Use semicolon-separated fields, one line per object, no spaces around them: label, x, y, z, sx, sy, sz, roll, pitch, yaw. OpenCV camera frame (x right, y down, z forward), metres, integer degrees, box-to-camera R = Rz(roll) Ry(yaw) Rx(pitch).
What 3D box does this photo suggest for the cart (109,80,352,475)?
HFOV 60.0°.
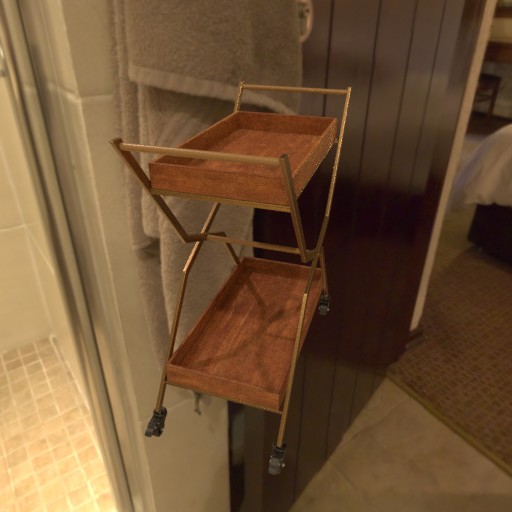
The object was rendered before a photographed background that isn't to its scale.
cart;0.000;0.000;1.346;0.405;0.869;0.836;9;31;16
